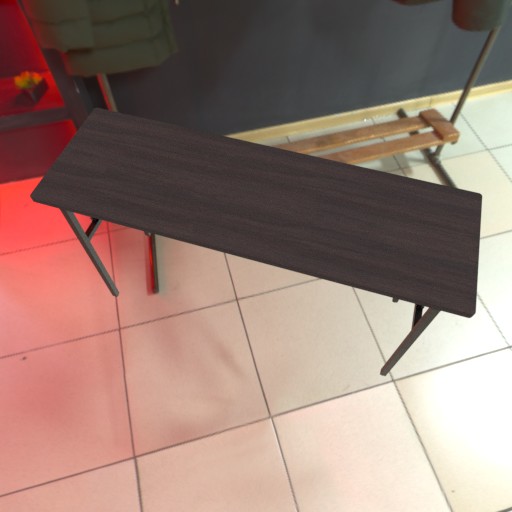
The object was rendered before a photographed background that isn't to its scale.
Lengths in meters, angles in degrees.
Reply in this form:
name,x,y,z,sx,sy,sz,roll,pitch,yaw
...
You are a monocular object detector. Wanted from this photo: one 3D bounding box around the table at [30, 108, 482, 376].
name,x,y,z,sx,sy,sz,roll,pitch,yaw
table,0.000,0.000,1.754,1.399,0.750,0.449,15,60,9
